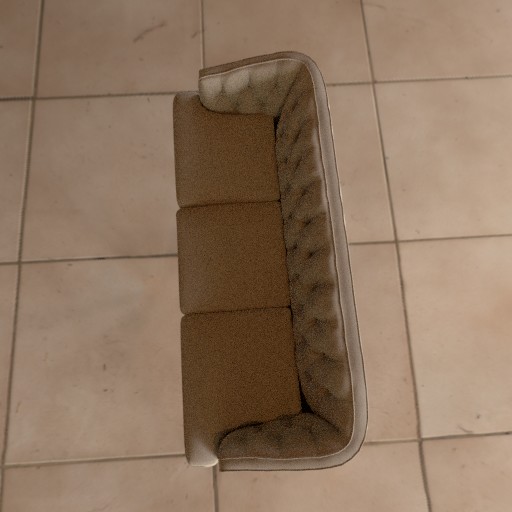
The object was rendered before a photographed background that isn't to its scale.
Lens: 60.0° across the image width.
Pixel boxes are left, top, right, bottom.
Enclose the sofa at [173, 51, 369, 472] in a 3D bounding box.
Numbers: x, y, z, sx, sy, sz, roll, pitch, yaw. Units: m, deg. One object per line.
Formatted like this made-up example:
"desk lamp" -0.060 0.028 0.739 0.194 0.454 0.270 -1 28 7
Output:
"sofa" 0.000 0.000 2.660 0.941 0.855 2.278 -4 75 -1
